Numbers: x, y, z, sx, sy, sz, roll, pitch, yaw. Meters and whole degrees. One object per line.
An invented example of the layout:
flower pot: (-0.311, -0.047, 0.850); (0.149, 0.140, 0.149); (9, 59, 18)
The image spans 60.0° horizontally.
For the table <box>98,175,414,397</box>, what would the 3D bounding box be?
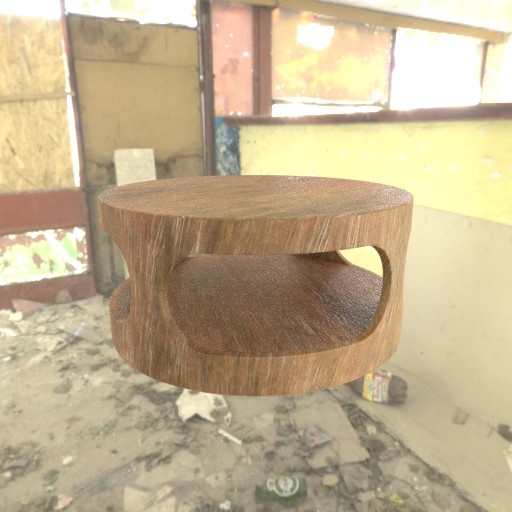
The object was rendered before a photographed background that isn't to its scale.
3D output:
table: (0.000, 0.000, 1.508); (0.974, 0.450, 0.974); (0, 16, 0)
